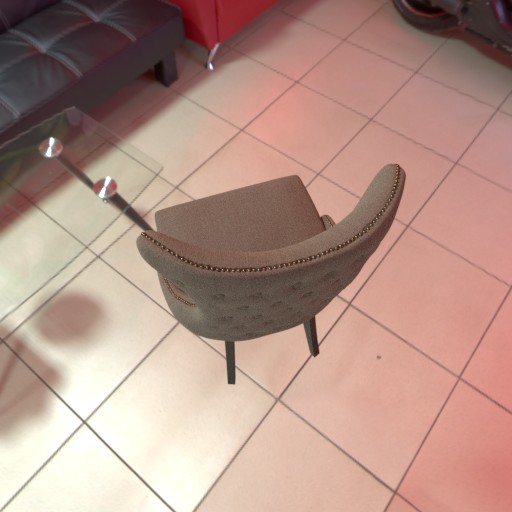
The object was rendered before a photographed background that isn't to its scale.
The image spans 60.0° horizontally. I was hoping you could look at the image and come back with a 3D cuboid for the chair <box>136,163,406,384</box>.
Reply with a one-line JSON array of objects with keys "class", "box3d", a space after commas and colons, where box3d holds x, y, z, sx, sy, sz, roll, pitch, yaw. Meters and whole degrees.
[{"class": "chair", "box3d": [0.000, 0.000, 1.403, 0.628, 0.967, 0.635, -16, 61, -9]}]
